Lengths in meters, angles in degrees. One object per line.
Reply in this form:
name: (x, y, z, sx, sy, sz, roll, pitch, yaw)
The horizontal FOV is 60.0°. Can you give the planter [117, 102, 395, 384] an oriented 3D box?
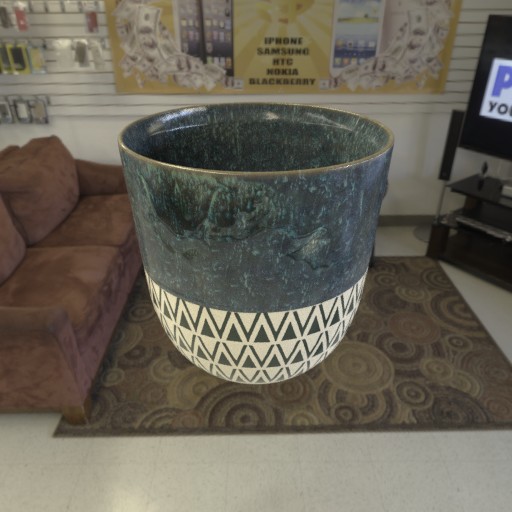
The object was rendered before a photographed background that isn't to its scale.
planter: (0.000, 0.000, 0.375, 0.195, 0.214, 0.195, 0, 30, 0)
